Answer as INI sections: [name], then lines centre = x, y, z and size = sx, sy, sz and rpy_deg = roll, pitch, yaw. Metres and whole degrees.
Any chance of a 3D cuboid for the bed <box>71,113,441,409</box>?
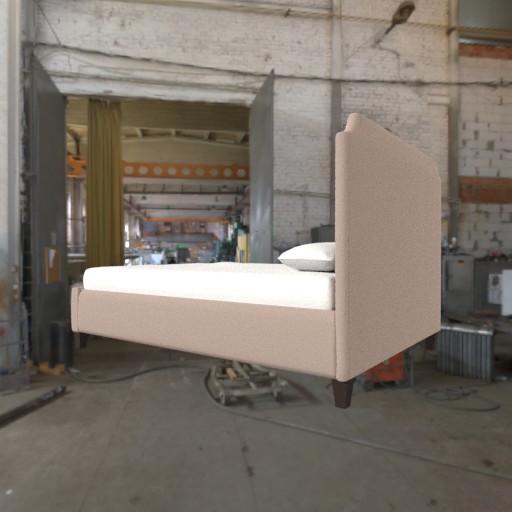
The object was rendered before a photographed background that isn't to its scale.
[bed]
centre = 0.000, 0.000, 3.436
size = 2.372, 1.443, 1.713
rpy_deg = 0, 1, 36
